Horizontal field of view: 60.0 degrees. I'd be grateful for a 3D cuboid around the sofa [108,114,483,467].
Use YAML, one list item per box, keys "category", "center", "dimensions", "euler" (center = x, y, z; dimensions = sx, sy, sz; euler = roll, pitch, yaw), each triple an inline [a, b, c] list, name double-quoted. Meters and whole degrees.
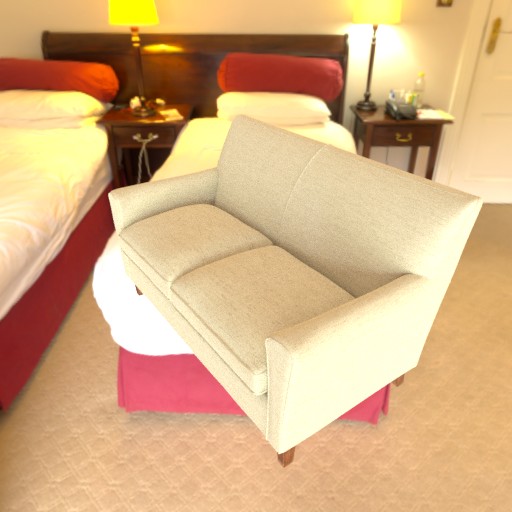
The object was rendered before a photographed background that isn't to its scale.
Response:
- category: "sofa"
  center: [0.000, 0.000, 2.045]
  dimensions: [0.891, 0.892, 1.482]
  euler: [-21, 37, -30]
